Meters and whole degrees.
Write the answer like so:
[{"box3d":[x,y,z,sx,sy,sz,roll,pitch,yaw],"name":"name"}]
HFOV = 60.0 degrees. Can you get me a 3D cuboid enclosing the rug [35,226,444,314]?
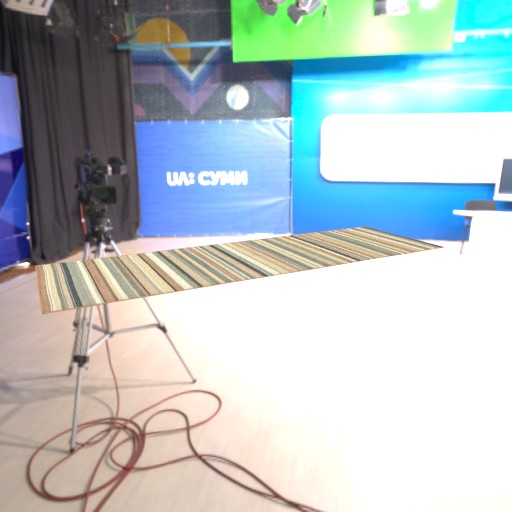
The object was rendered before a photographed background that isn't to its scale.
[{"box3d":[0.000,0.000,2.742,2.444,0.010,0.799,-8,17,-27],"name":"rug"}]
